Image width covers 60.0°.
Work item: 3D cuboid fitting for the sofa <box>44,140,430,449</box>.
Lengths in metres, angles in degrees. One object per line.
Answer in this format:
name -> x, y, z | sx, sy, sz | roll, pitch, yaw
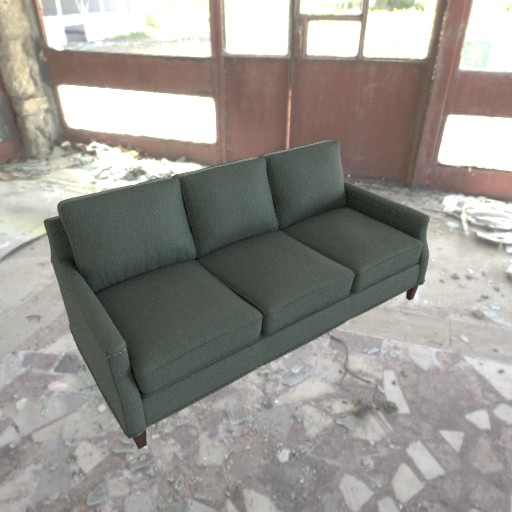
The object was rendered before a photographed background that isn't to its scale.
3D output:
sofa -> 0.000, 0.000, 2.809 | 2.246, 1.003, 1.084 | -20, 36, -30
